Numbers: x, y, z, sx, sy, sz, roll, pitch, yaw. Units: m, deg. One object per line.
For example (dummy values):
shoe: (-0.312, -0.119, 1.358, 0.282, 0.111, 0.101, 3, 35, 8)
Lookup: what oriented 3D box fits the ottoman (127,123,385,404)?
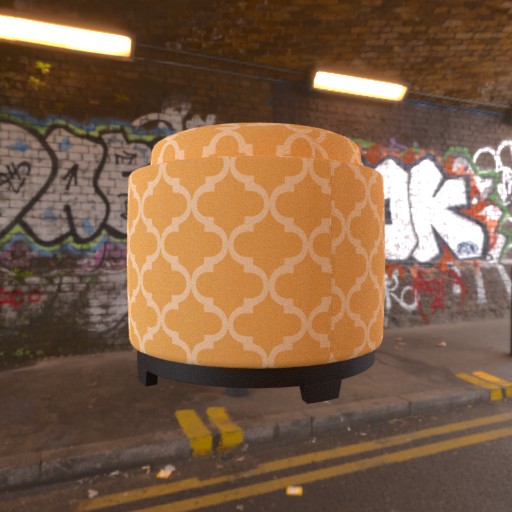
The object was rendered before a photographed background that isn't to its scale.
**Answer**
ottoman: (0.000, 0.000, 0.858, 0.480, 0.429, 0.480, 0, 1, 0)
